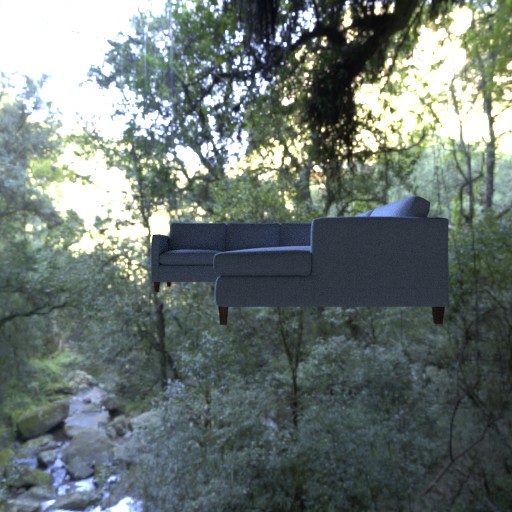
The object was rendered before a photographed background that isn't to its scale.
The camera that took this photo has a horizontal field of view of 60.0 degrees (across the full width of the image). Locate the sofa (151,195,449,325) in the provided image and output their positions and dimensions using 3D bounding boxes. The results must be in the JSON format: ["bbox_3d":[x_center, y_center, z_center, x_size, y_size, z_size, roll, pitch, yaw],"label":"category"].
[{"bbox_3d":[0.000,0.000,4.584,2.551,0.889,3.403,0,0,-1],"label":"sofa"}]
